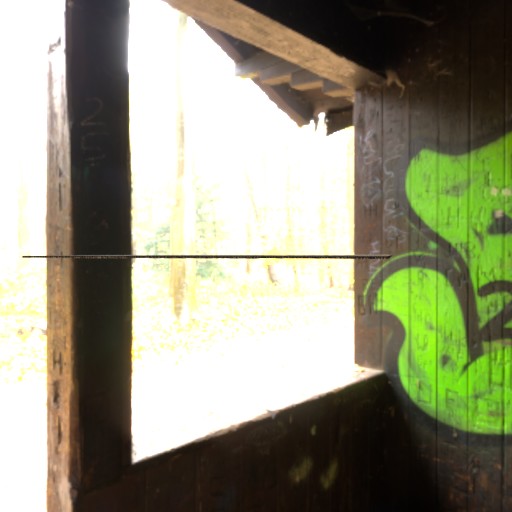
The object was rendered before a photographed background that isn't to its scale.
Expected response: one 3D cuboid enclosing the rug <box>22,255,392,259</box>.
[{"bbox_3d":[0.000,0.000,3.955,2.315,0.015,2.932,0,0,17],"label":"rug"}]
